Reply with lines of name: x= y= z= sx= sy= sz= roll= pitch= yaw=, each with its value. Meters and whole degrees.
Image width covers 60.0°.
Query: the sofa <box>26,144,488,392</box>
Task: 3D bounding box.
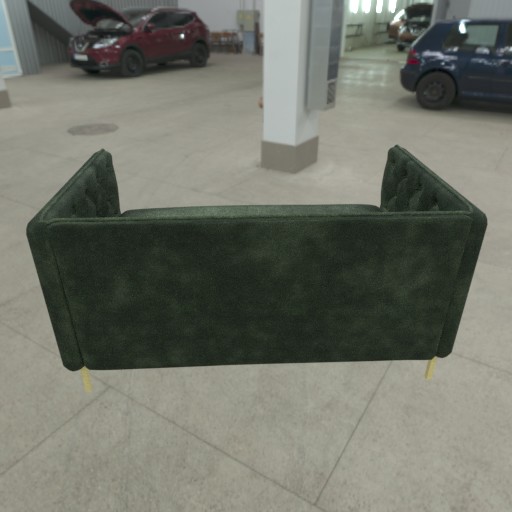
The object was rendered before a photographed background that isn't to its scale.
sofa: x=0.000 y=0.000 z=1.983 sx=1.537 sy=0.768 sz=0.895 roll=-1 pitch=29 yaw=-2
